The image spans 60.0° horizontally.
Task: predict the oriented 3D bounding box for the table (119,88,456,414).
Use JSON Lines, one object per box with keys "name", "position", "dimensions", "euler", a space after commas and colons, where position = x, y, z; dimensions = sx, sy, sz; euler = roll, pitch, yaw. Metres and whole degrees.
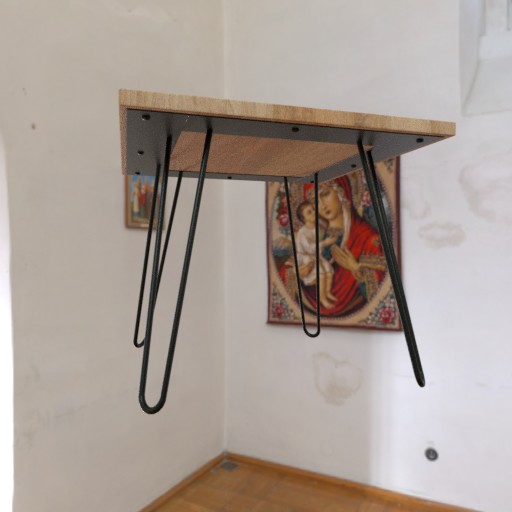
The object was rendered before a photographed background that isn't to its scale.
{"name": "table", "position": [0.000, 0.000, 1.026], "dimensions": [0.599, 0.500, 0.599], "euler": [0, 0, -16]}
